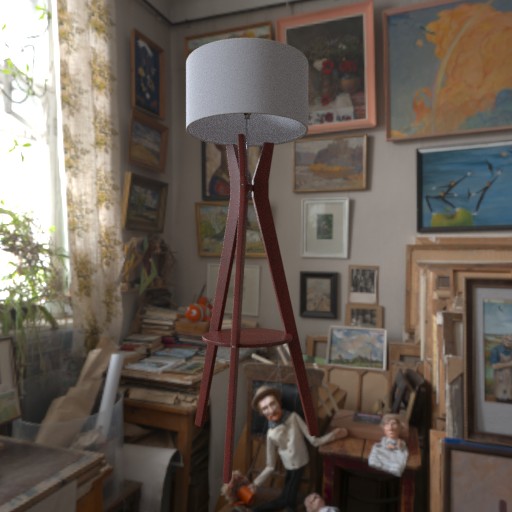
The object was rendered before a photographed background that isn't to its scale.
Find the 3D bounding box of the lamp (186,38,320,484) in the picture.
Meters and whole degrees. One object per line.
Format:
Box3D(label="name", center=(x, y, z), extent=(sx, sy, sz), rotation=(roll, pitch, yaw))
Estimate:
Box3D(label="lamp", center=(0.000, 0.000, 1.742), extent=(0.542, 1.472, 0.539), rotation=(0, 0, -18))
